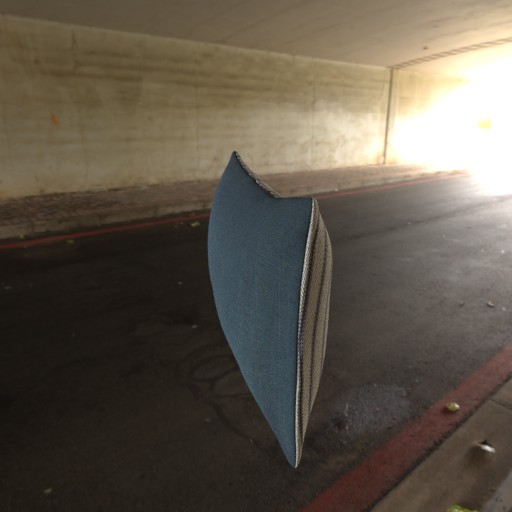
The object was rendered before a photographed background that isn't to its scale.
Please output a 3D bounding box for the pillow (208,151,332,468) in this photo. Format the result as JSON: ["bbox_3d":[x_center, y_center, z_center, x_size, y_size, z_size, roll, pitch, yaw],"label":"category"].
[{"bbox_3d":[0.000,0.000,0.723,0.151,0.305,0.609,-3,16,-9],"label":"pillow"}]
